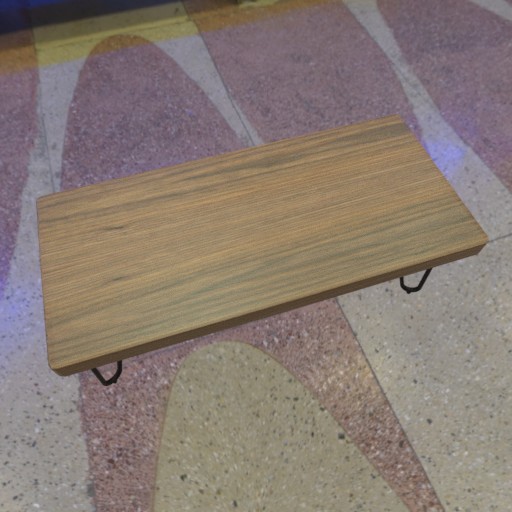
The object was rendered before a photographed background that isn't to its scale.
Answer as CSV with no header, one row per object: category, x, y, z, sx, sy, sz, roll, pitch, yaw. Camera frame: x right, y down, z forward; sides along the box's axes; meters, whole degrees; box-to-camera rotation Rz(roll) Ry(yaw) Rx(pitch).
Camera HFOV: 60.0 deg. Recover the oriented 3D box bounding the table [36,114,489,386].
table,0.000,0.000,1.657,1.375,0.468,0.637,-15,59,-9
